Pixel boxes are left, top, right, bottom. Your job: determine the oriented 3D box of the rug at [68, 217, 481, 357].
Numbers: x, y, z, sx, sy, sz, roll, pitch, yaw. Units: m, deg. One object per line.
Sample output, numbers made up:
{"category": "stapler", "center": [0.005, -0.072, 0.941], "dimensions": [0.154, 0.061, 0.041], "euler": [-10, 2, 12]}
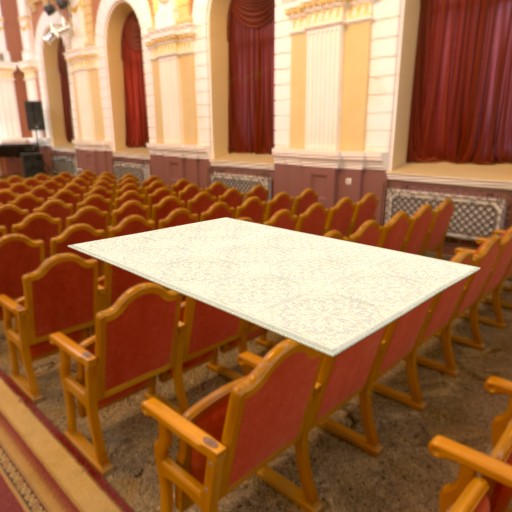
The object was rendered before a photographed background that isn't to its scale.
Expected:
{"category": "rug", "center": [0.000, 0.000, 2.337], "dimensions": [1.840, 0.012, 1.219], "euler": [15, 22, 43]}
